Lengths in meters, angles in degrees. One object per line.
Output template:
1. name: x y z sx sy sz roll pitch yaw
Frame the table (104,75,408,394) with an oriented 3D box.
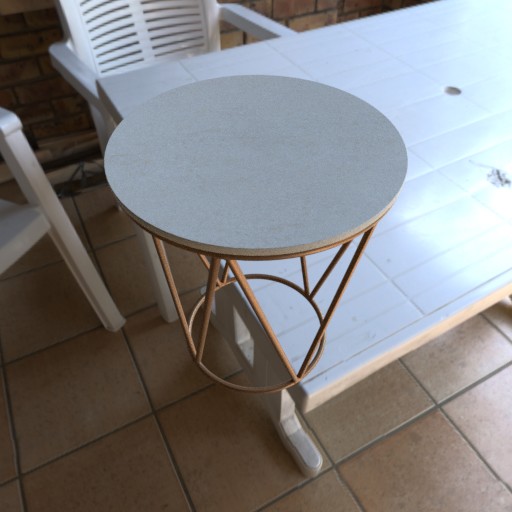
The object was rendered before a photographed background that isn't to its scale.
1. table: 0.000 0.000 0.953 0.500 0.564 0.500 0 47 0
